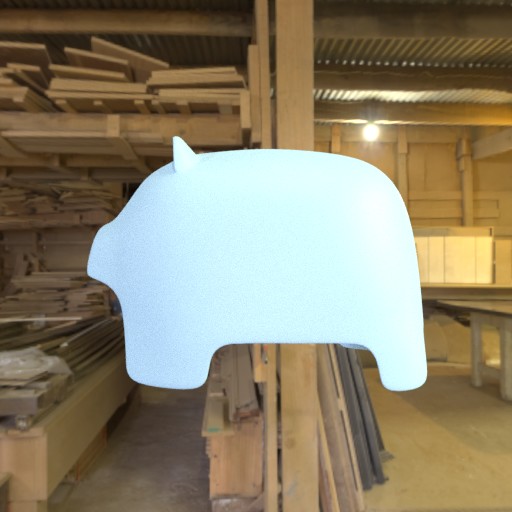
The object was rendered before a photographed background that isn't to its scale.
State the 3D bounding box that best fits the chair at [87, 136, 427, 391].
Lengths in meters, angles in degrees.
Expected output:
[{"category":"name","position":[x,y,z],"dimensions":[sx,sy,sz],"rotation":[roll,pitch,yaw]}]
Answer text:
[{"category":"chair","position":[0.000,0.000,0.858],"dimensions":[0.619,0.423,0.364],"rotation":[0,-1,0]}]
